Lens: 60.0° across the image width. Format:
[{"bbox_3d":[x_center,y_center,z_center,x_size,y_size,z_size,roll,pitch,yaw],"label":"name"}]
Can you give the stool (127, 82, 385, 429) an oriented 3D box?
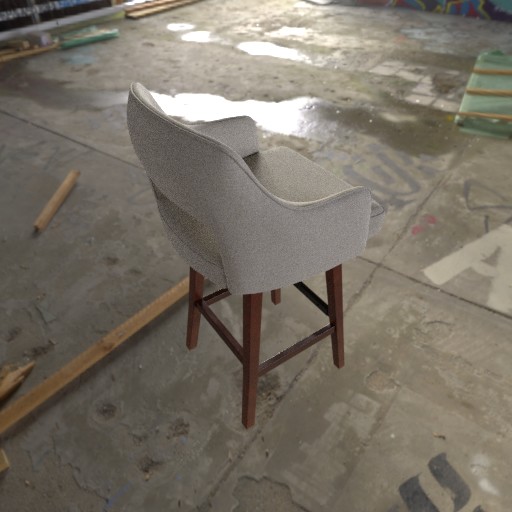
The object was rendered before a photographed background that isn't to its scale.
[{"bbox_3d":[0.000,0.000,1.341,0.560,1.041,0.550,-24,46,-26],"label":"stool"}]
